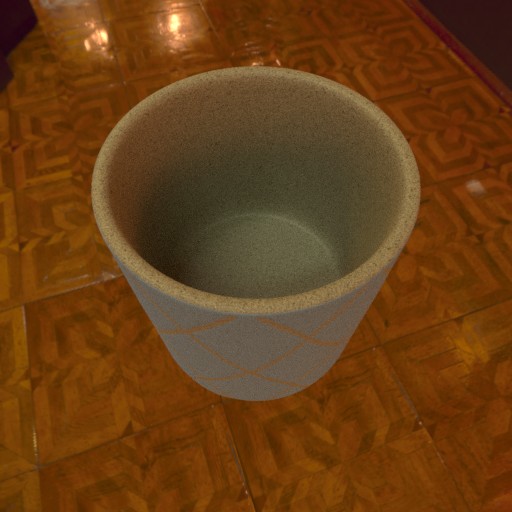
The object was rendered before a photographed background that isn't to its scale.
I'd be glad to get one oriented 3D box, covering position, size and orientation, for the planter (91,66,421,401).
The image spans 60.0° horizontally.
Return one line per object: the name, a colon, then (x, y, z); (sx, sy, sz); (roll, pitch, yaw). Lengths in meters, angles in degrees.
planter: (0.000, 0.000, 0.344); (0.191, 0.200, 0.191); (0, 58, 0)
